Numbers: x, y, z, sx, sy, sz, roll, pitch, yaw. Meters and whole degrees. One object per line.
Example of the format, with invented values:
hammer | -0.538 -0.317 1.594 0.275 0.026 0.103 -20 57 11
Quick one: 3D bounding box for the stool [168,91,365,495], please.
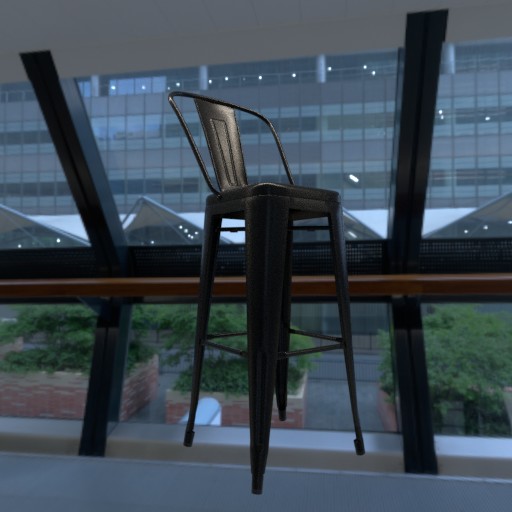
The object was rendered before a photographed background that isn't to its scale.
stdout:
stool | 0.000 0.000 1.319 0.399 1.096 0.513 1 -1 -36
